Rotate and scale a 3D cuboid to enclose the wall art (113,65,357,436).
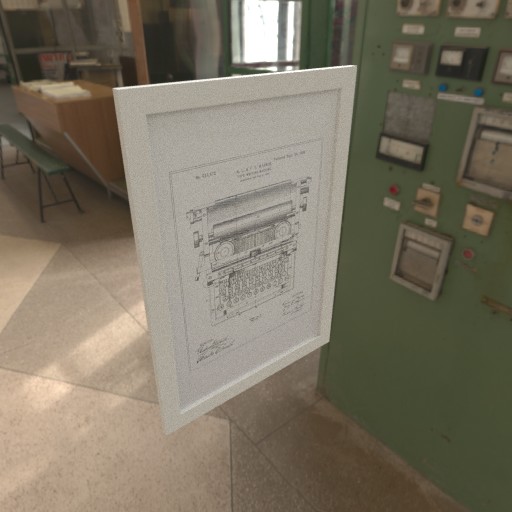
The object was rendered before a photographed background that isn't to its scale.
[{"bbox_3d":[0.000,0.000,0.701,0.381,0.533,0.013,-21,35,-33],"label":"wall art"}]
